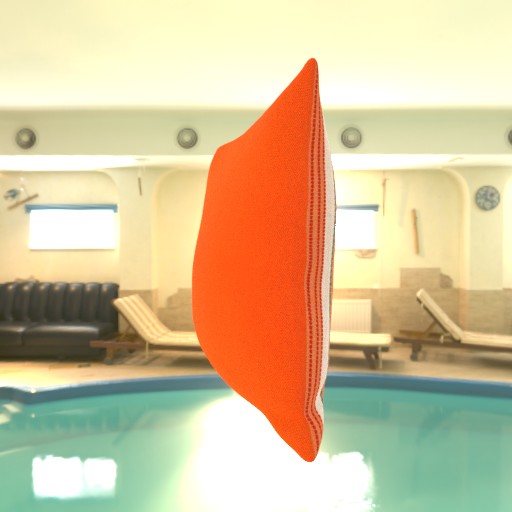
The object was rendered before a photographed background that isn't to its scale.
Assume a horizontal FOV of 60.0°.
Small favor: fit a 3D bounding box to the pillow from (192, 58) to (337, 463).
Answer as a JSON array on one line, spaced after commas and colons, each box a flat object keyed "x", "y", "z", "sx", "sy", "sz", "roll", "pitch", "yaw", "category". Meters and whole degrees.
[{"x": 0.000, "y": 0.000, "z": 0.681, "sx": 0.182, "sy": 0.441, "sz": 0.440, "roll": 0, "pitch": 1, "yaw": -18, "category": "pillow"}]
